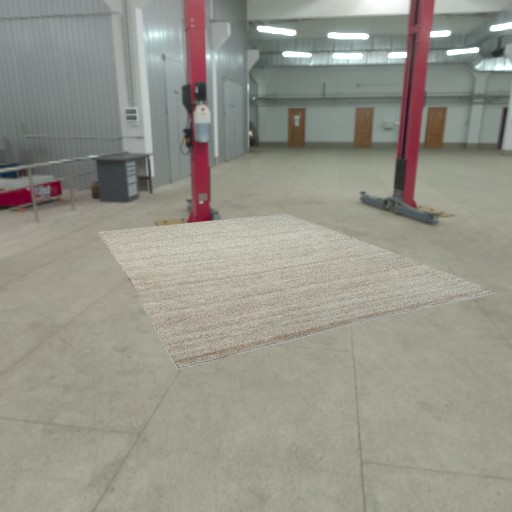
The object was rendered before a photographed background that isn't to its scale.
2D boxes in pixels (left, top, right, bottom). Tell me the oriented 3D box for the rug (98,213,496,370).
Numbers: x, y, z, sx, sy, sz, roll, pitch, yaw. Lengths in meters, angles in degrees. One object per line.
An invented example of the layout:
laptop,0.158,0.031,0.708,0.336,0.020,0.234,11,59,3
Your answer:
rug,0.000,0.000,4.144,2.434,0.045,3.202,-8,19,-24
